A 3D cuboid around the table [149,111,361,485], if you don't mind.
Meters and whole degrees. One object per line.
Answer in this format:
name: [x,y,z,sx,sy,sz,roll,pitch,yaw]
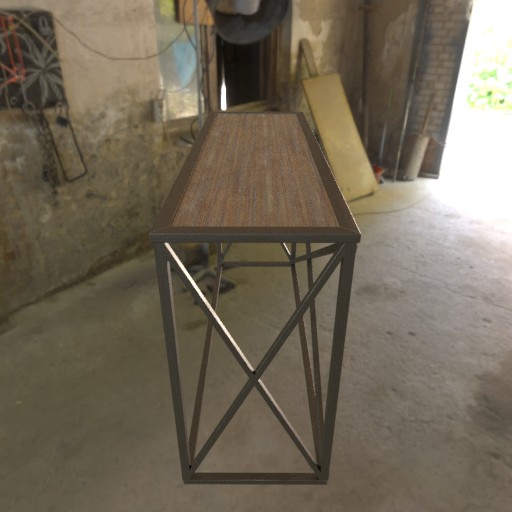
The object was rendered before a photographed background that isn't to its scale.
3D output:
table: [0.000,0.000,1.549,0.402,0.753,1.216,0,28,0]
